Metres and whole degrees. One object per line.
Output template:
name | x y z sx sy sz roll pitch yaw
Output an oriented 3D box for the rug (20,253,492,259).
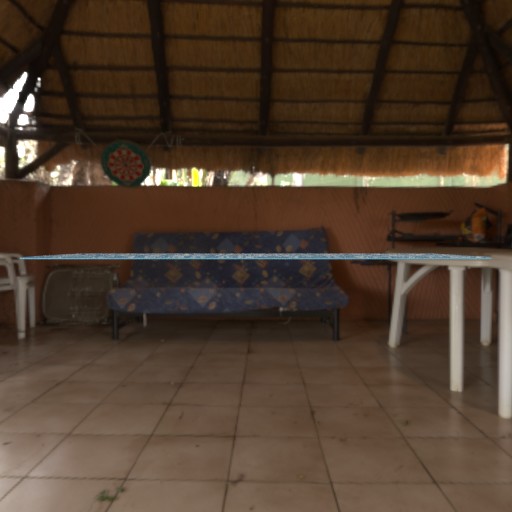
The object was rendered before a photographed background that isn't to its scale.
rug | 0.000 0.000 2.389 2.196 0.011 0.662 0 2 0
